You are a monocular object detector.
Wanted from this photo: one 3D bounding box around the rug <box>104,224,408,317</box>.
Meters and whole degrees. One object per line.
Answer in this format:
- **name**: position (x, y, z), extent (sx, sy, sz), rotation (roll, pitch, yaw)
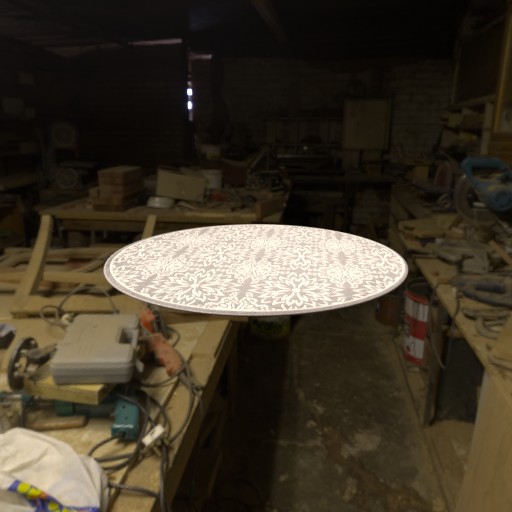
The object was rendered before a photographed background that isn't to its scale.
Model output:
- **rug**: position (0.000, 0.000, 2.438), extent (1.593, 0.012, 1.593), rotation (0, 16, 0)
